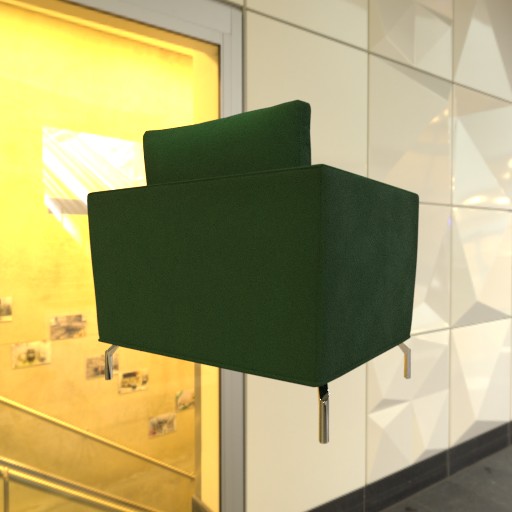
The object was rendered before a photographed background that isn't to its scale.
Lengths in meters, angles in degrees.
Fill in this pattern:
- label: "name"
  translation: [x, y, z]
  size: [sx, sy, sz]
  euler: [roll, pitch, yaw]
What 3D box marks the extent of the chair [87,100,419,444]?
- label: "chair"
  translation: [0.000, 0.000, 1.774]
  size: [1.047, 0.997, 0.852]
  euler: [1, 2, 36]
